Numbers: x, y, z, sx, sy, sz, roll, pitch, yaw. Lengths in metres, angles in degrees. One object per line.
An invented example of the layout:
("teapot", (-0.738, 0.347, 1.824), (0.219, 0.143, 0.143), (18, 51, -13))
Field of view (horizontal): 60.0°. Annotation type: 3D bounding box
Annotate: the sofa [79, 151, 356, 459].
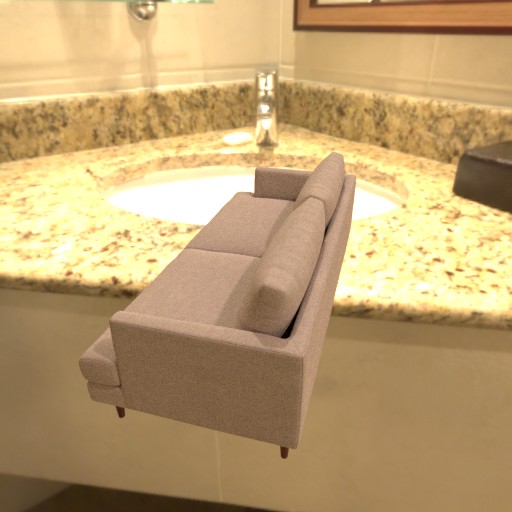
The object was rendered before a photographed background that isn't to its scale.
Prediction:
("sofa", (0.000, 0.000, 2.786), (1.020, 0.868, 2.250), (8, 29, 14))
